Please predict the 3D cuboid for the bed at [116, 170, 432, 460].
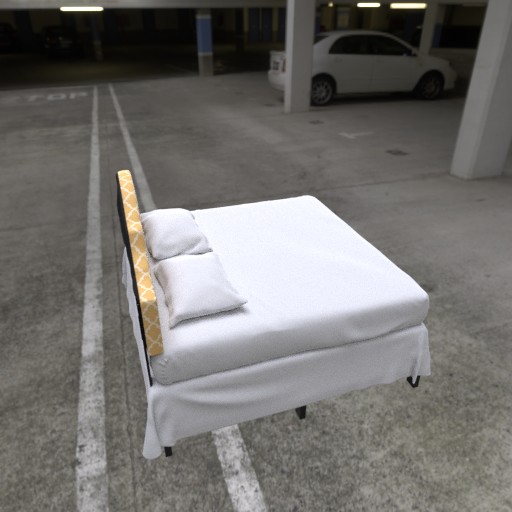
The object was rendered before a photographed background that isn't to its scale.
[{"bbox_3d":[0.000,0.000,3.665,2.222,1.601,2.314,-9,31,-16],"label":"bed"}]
